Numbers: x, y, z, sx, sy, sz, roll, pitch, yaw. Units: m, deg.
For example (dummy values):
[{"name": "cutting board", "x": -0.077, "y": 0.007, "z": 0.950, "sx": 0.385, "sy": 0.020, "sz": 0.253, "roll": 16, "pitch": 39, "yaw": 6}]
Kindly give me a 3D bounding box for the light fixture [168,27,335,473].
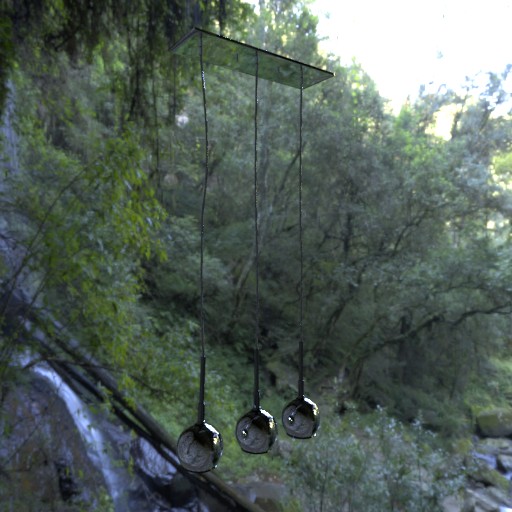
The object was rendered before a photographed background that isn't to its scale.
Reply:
[{"name": "light fixture", "x": 0.000, "y": 0.000, "z": 1.617, "sx": 0.623, "sy": 1.408, "sz": 0.188, "roll": -1, "pitch": 1, "yaw": -36}]
